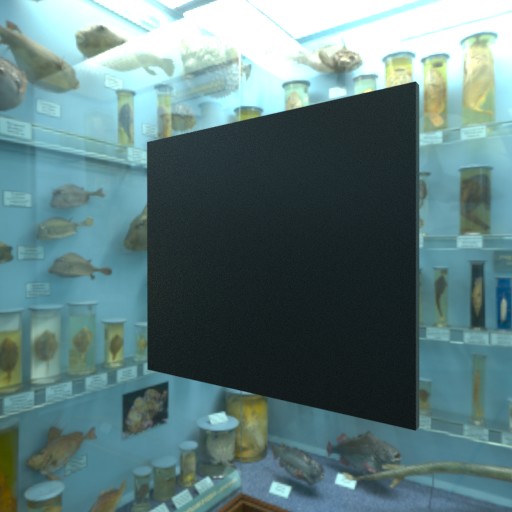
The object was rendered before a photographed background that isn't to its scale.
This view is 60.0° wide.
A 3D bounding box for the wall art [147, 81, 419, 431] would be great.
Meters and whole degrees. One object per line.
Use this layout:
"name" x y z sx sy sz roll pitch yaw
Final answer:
"wall art" 0.000 0.000 0.537 0.383 0.332 0.012 0 0 36
